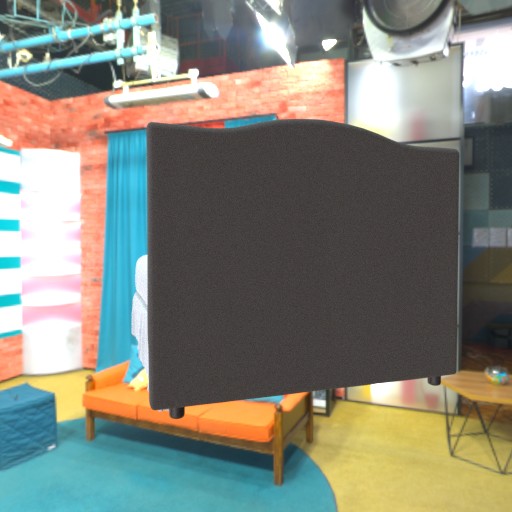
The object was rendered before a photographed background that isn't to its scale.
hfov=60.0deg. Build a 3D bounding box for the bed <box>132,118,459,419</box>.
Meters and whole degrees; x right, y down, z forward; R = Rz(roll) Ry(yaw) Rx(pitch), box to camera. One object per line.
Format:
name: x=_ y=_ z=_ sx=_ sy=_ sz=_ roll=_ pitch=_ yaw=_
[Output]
bed: x=0.000 y=0.000 z=3.105 sx=1.666 sy=1.387 sz=2.036 roll=-1 pitch=2 yaw=-19
